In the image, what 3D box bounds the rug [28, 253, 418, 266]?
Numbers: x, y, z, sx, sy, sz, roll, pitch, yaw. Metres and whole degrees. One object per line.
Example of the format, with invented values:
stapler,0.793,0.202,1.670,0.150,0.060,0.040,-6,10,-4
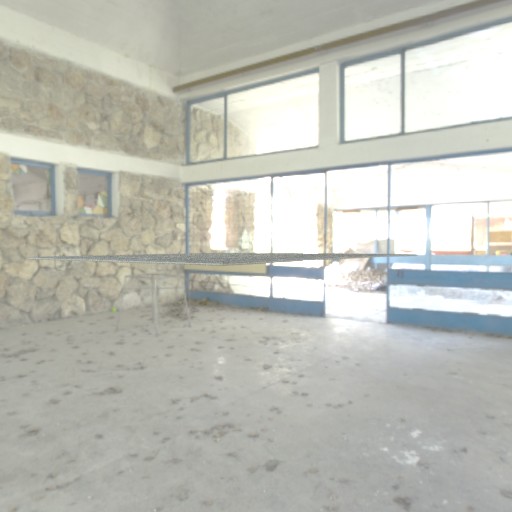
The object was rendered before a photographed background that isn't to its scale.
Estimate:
rug,0.000,0.000,3.174,1.535,0.022,2.498,1,1,37
